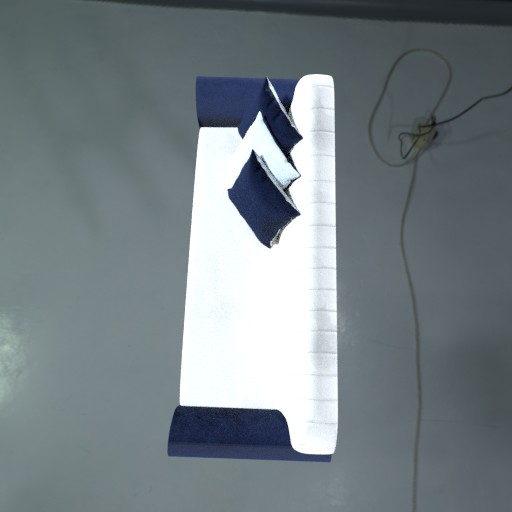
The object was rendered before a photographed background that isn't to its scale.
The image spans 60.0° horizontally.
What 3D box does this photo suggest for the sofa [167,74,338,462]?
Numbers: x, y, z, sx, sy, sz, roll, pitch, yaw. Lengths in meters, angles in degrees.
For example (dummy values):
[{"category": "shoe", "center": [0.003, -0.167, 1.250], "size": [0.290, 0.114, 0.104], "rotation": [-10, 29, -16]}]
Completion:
[{"category": "sofa", "center": [0.000, 0.000, 2.429], "size": [0.749, 0.789, 2.006], "rotation": [2, 76, 0]}]
